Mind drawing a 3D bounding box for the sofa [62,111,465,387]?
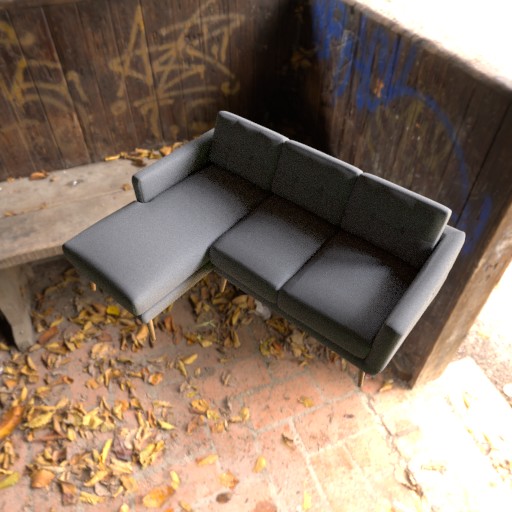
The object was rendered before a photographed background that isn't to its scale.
[{"bbox_3d":[0.000,0.000,2.807,2.040,0.860,1.530,31,54,26],"label":"sofa"}]
